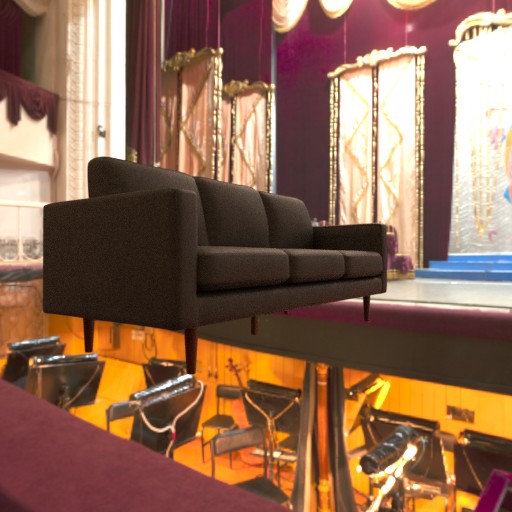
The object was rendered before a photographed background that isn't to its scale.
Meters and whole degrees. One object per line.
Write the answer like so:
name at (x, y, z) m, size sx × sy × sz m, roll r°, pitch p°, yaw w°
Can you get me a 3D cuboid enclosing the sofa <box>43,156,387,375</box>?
sofa at (0.000, 0.000, 2.535) m, size 0.879 × 0.899 × 2.029 m, roll 0°, pitch 0°, yaw 36°
